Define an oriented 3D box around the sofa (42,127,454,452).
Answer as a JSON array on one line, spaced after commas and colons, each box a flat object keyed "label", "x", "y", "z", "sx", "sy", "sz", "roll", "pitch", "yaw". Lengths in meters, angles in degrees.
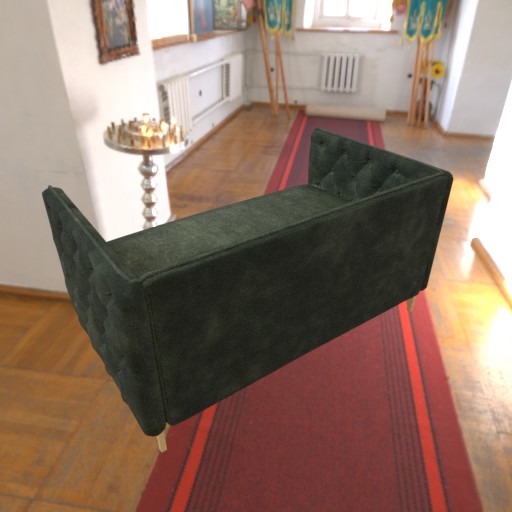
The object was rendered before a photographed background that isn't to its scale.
[{"label": "sofa", "x": 0.000, "y": 0.000, "z": 2.036, "sx": 1.537, "sy": 0.768, "sz": 0.895, "roll": -20, "pitch": 37, "yaw": -30}]
